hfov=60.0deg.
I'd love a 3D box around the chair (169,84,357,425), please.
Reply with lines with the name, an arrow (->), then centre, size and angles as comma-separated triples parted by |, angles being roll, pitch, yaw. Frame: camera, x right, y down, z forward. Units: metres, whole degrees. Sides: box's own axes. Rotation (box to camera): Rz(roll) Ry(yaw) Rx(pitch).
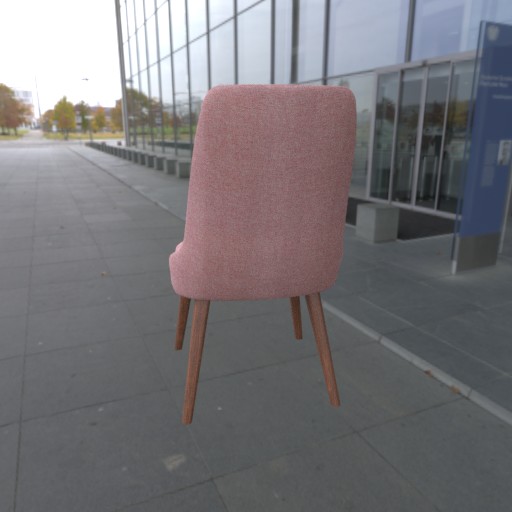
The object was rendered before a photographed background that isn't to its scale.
chair -> 0.000, 0.000, 1.349 | 0.535, 0.918, 0.707 | -3, 16, -10
